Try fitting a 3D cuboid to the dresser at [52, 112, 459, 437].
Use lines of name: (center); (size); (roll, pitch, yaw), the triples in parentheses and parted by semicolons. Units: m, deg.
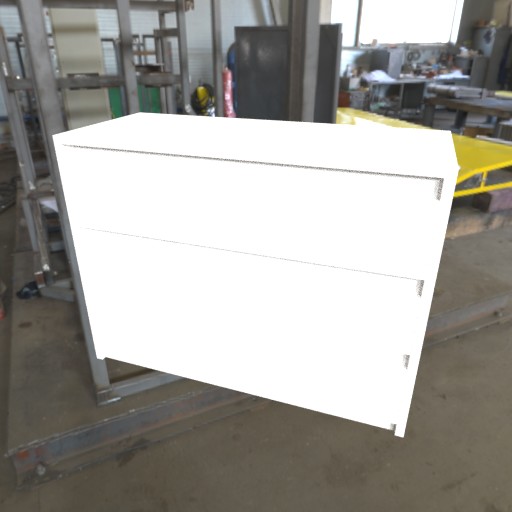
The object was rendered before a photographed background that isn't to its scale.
dresser: (0.000, 0.000, 1.507); (1.100, 0.820, 0.460); (9, 28, 17)
